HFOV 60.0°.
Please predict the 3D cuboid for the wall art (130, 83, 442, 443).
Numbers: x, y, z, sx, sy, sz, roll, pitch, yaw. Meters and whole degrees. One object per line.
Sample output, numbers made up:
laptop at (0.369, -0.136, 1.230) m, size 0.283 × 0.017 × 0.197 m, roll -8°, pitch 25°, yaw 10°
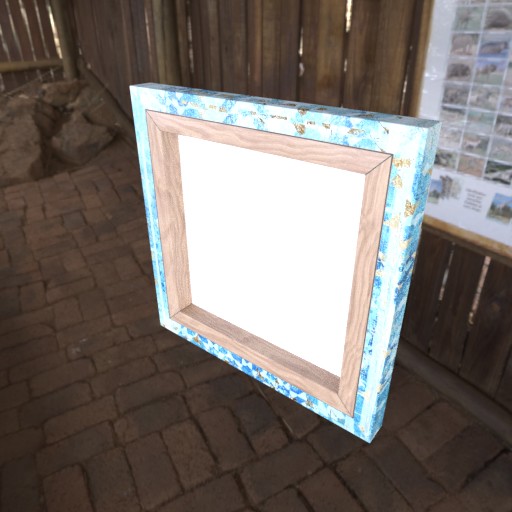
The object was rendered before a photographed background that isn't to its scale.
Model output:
wall art at (0.000, 0.000, 0.601) m, size 0.405 × 0.405 × 0.037 m, roll 21°, pitch 35°, yaw 33°
